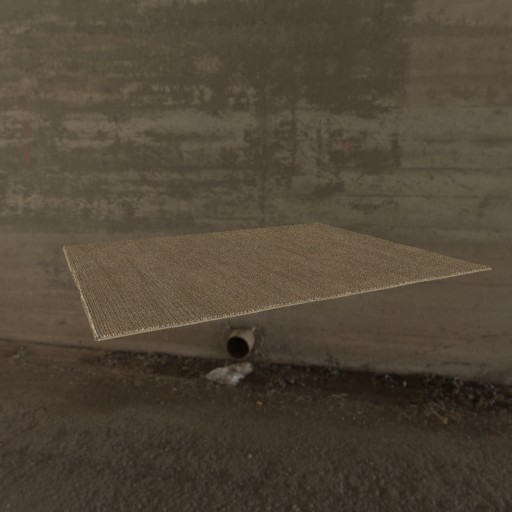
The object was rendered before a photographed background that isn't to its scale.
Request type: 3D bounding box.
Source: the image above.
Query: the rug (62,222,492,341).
[{"bbox_3d":[0.000,0.000,3.967,3.052,0.030,2.429,-7,15,-26],"label":"rug"}]
